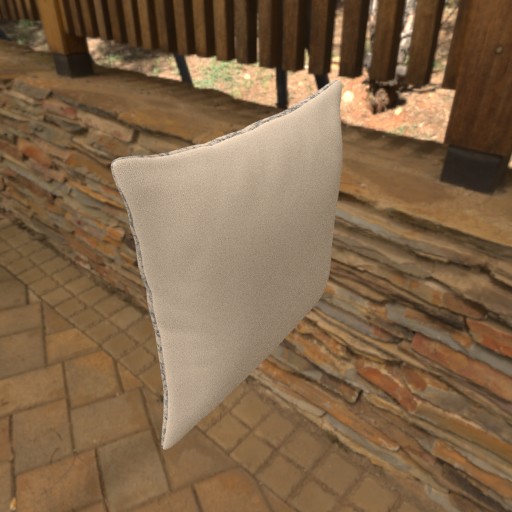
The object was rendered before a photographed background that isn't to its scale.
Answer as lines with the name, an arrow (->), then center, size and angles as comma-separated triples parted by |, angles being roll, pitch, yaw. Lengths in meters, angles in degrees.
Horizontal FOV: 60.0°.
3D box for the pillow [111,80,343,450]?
pillow -> 0.000, 0.000, 0.778 | 0.166, 0.510, 0.523 | 22, 39, 30
